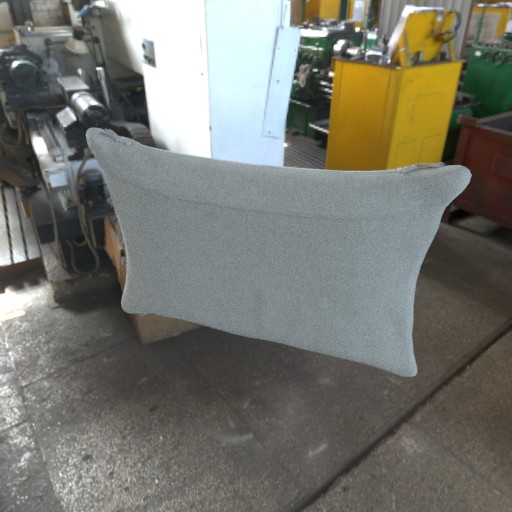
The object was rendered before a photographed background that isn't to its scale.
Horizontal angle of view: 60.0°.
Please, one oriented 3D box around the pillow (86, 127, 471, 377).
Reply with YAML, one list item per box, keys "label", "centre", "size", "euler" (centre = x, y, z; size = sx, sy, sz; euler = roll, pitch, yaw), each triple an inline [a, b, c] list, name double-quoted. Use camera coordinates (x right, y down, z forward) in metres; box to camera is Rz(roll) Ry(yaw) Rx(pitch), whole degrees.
- label: "pillow"
  centre: [0.000, 0.000, 0.591]
  size: [0.466, 0.305, 0.084]
  euler: [10, 33, 15]
